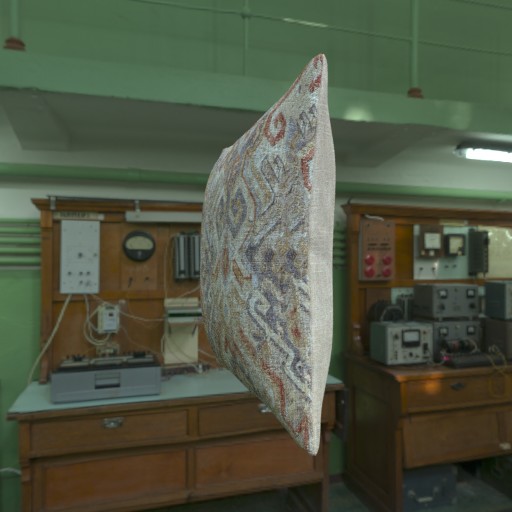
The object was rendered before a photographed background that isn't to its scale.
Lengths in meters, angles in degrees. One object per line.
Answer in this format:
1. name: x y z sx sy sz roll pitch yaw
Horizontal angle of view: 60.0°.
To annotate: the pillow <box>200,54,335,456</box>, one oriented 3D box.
1. pillow: 0.000 0.000 0.800 0.166 0.506 0.523 0 0 -18
